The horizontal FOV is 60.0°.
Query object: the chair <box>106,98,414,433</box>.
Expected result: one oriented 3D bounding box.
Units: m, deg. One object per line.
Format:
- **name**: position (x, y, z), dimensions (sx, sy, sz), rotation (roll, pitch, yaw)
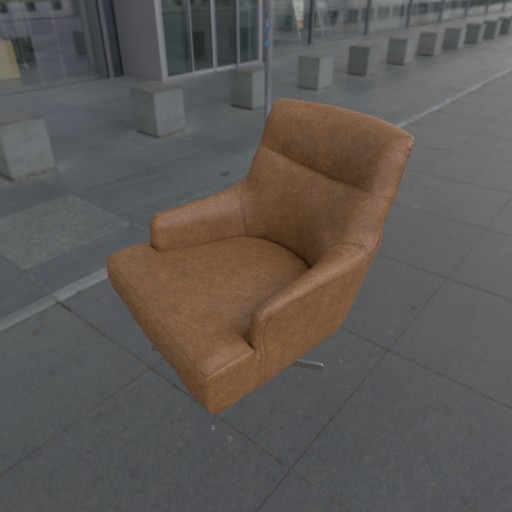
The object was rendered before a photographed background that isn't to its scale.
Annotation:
- **chair**: position (0.000, 0.000, 1.533), dimensions (0.874, 0.869, 0.729), rotation (-20, 37, -29)
